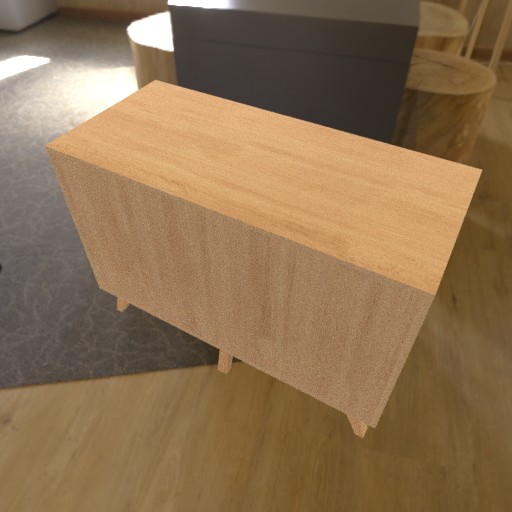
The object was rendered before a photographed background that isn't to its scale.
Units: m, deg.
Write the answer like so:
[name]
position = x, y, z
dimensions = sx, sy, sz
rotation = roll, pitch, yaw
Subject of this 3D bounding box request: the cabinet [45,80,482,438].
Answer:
[cabinet]
position = 0.000, 0.000, 1.506
dimensions = 1.110, 0.780, 0.500
rotation = 22, 50, 20
